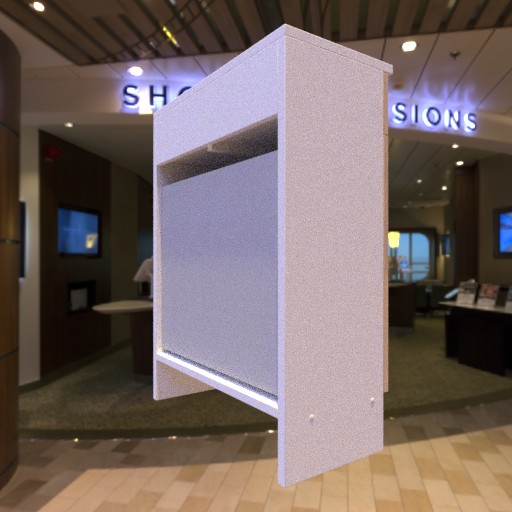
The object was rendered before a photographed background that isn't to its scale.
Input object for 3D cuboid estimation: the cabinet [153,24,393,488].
[{"bbox_3d":[0.000,0.000,1.106,0.296,0.815,0.600,0,0,-35],"label":"cabinet"}]
